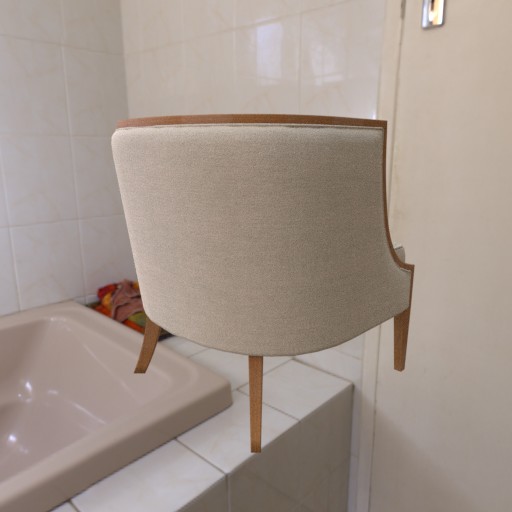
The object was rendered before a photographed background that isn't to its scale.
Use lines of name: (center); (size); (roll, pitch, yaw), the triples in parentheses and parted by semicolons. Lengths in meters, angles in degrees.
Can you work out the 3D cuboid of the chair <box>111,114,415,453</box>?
chair: (0.000, 0.000, 1.353); (0.711, 0.775, 0.757); (13, 19, 43)
